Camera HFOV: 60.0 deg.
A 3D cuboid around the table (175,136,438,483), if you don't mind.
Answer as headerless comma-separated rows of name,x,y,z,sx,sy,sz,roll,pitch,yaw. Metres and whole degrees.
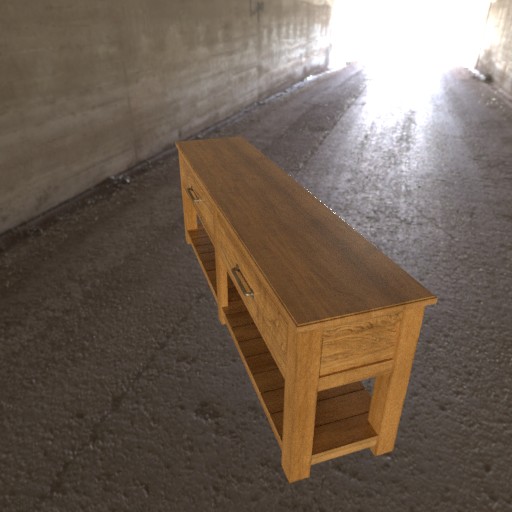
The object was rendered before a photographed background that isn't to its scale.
table,0.000,0.000,2.033,0.425,0.635,1.815,-9,30,-16
